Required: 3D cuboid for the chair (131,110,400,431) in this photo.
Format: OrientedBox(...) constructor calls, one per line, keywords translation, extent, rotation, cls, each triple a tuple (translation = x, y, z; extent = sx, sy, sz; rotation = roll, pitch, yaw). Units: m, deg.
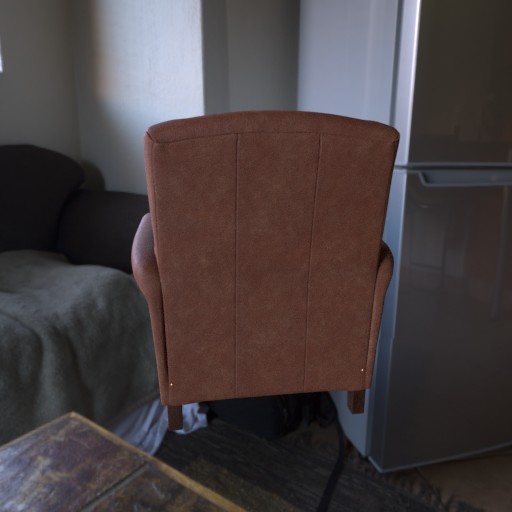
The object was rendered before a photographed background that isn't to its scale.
OrientedBox(translation=(0.000, 0.000, 1.774), extent=(0.978, 1.061, 0.902), rotation=(-2, 15, -8), cls="chair")
